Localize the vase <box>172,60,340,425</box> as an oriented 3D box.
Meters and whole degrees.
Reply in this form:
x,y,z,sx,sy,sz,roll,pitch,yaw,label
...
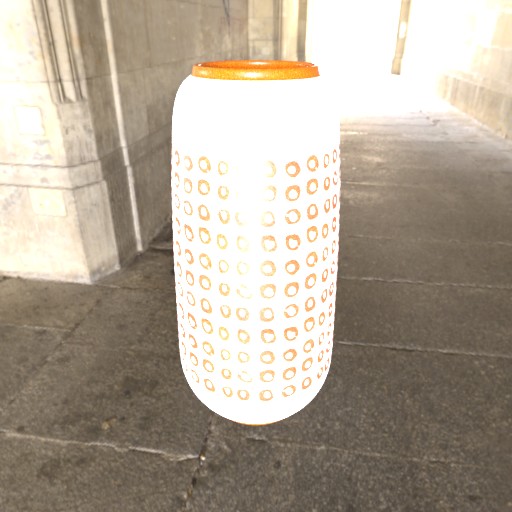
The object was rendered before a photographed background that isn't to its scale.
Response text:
x,y,z,sx,sy,sz,roll,pitch,yaw,label
0.000,0.000,0.354,0.133,0.282,0.133,0,27,0,vase
